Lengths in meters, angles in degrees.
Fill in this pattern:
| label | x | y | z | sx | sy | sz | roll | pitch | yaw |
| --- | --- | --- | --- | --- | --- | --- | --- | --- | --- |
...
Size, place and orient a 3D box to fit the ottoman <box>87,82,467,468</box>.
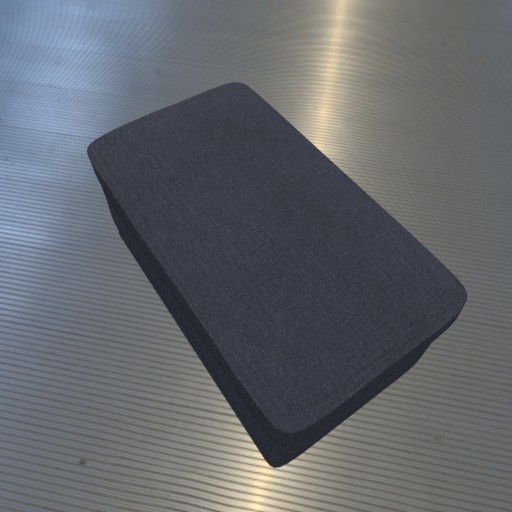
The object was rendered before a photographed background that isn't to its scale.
| label | x | y | z | sx | sy | sz | roll | pitch | yaw |
| --- | --- | --- | --- | --- | --- | --- | --- | --- | --- |
| ottoman | 0.000 | 0.000 | 1.178 | 0.505 | 0.453 | 0.895 | -30 | 62 | -18 |
